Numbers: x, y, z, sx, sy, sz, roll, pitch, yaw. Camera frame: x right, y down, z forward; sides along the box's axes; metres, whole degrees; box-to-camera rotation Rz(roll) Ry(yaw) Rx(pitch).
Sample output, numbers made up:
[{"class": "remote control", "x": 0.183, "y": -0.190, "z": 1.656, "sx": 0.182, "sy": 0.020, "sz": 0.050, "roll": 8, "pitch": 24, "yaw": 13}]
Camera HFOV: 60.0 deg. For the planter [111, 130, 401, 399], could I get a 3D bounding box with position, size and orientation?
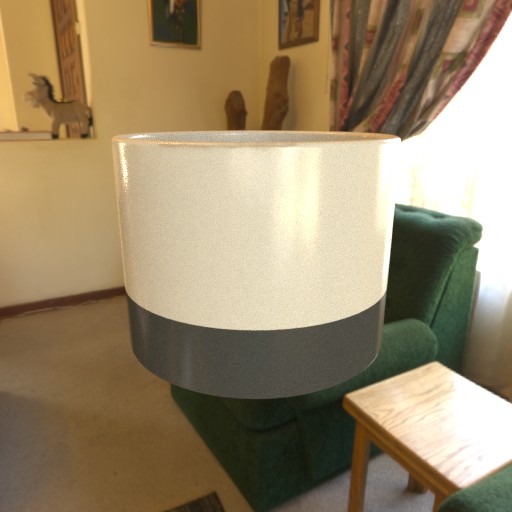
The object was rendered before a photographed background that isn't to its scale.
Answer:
[{"class": "planter", "x": 0.000, "y": 0.000, "z": 0.335, "sx": 0.193, "sy": 0.177, "sz": 0.193, "roll": 0, "pitch": 17, "yaw": 0}]
